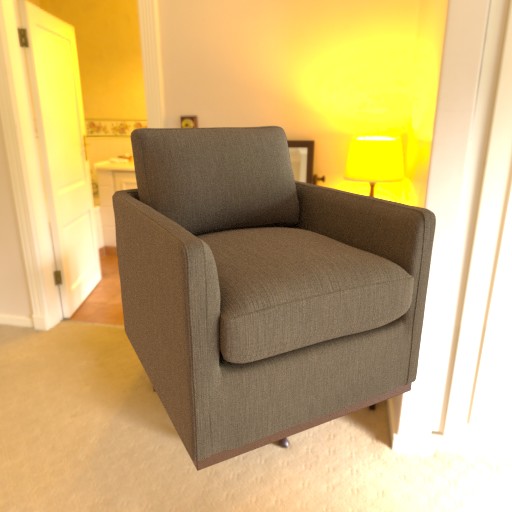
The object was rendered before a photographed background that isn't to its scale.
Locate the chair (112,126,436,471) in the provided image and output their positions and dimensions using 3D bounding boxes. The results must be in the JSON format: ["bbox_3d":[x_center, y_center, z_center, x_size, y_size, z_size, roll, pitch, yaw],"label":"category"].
[{"bbox_3d":[0.000,0.000,1.470,0.763,0.811,0.834,-9,20,-26],"label":"chair"}]
